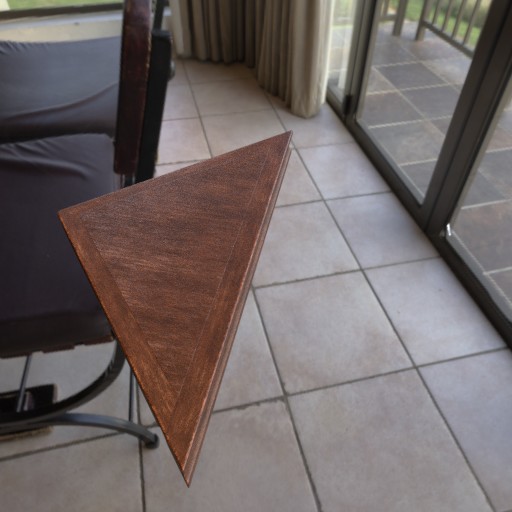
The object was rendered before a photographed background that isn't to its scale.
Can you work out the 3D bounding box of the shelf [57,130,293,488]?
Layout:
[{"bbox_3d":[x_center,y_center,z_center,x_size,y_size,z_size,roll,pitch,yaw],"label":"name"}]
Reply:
[{"bbox_3d":[0.000,0.000,0.433,0.296,0.035,0.296,-25,51,-22],"label":"shelf"}]
